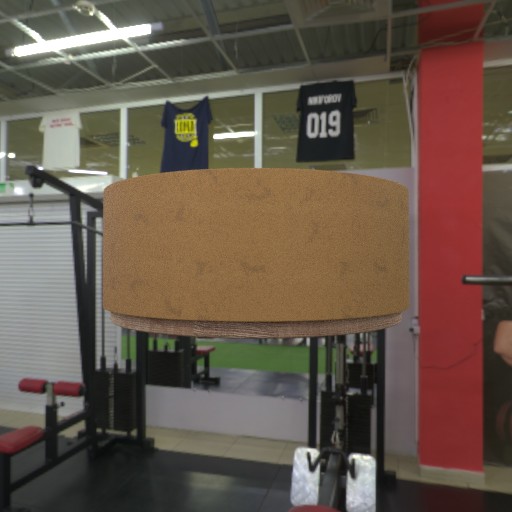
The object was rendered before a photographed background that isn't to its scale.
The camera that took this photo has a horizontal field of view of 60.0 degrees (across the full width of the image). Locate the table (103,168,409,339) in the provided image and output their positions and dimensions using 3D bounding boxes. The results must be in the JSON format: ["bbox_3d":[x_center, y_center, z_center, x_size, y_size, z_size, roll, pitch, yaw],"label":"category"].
[{"bbox_3d":[0.000,0.000,1.534,1.001,0.409,1.001,0,-1,0],"label":"table"}]
